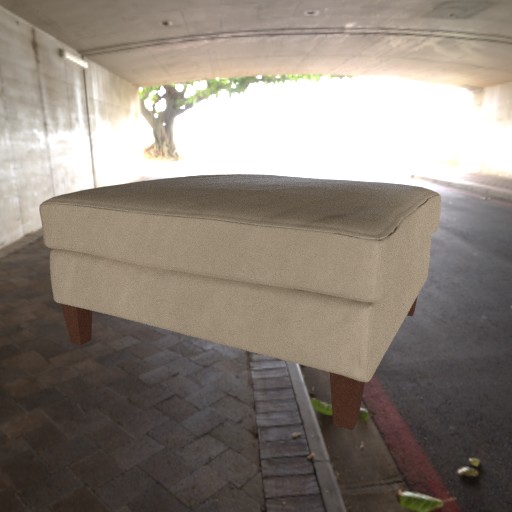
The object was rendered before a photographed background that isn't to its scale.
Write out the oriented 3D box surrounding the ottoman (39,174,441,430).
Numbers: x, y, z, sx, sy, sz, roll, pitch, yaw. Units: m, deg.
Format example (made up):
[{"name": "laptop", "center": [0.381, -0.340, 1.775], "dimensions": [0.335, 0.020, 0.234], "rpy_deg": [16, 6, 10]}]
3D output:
[{"name": "ottoman", "center": [0.000, 0.000, 1.432], "dimensions": [1.002, 0.492, 0.836], "rpy_deg": [8, 17, 28]}]
